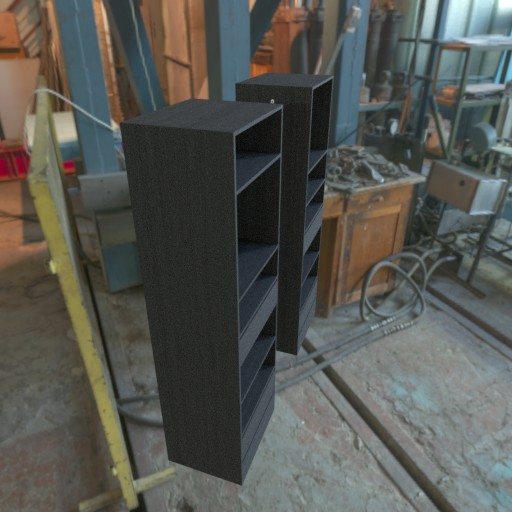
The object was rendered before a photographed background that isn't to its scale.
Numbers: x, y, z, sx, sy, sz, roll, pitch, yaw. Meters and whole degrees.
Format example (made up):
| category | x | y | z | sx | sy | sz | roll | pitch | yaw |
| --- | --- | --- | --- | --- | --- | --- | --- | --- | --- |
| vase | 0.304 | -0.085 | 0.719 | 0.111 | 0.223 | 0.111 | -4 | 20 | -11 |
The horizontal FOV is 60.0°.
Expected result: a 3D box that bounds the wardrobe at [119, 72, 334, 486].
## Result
| category | x | y | z | sx | sy | sz | roll | pitch | yaw |
| --- | --- | --- | --- | --- | --- | --- | --- | --- | --- |
| wardrobe | 0.000 | 0.000 | 2.858 | 0.480 | 2.000 | 1.770 | 10 | 30 | 18 |
